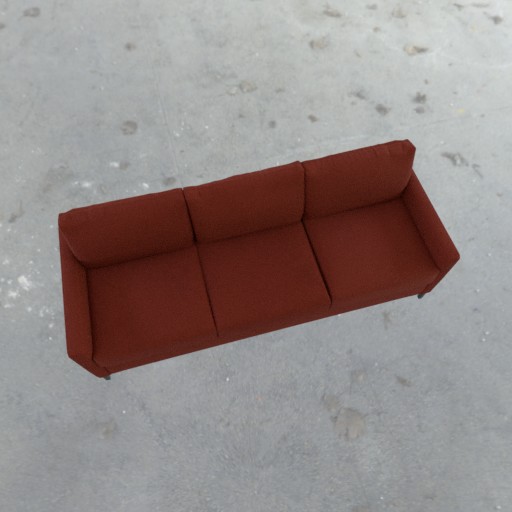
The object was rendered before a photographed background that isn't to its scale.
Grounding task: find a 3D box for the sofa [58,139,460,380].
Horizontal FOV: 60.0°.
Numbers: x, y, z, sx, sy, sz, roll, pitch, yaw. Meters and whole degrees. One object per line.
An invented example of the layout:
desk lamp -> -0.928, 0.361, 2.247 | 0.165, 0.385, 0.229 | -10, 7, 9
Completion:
sofa -> 0.000, 0.000, 2.745 | 2.252, 0.879, 0.875 | -13, 63, -7
